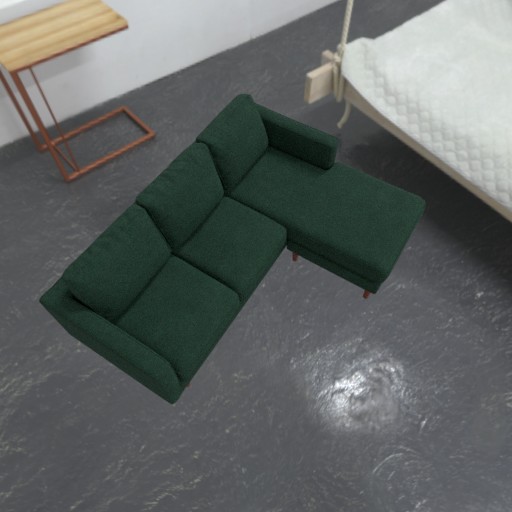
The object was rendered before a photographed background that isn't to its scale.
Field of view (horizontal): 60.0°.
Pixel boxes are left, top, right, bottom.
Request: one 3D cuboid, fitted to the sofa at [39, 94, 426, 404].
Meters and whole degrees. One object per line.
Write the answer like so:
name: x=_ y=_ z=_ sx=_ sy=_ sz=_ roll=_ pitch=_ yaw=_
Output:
sofa: x=0.000 y=0.000 z=2.877 sx=1.580 sy=0.899 sz=2.030 roll=28 pitch=62 yaw=16
